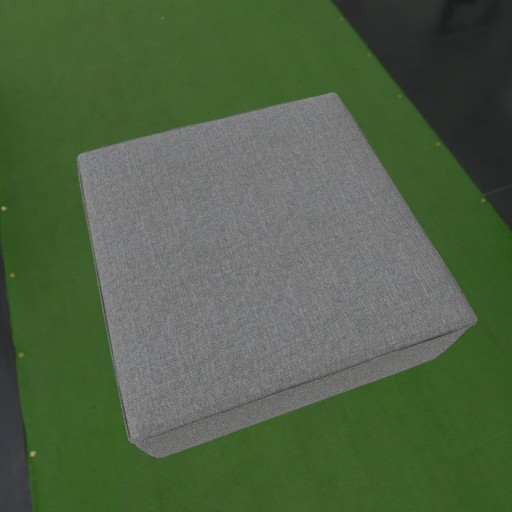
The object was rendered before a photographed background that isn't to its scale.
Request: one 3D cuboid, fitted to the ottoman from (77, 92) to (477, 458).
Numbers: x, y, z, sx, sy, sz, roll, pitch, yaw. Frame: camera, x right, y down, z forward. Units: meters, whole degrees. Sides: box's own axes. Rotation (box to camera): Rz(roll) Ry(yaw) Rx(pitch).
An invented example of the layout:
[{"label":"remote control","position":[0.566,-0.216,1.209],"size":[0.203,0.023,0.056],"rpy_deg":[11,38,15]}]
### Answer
[{"label":"ottoman","position":[0.000,0.000,1.546],"size":[1.017,0.423,1.023],"rpy_deg":[-16,62,-9]}]
